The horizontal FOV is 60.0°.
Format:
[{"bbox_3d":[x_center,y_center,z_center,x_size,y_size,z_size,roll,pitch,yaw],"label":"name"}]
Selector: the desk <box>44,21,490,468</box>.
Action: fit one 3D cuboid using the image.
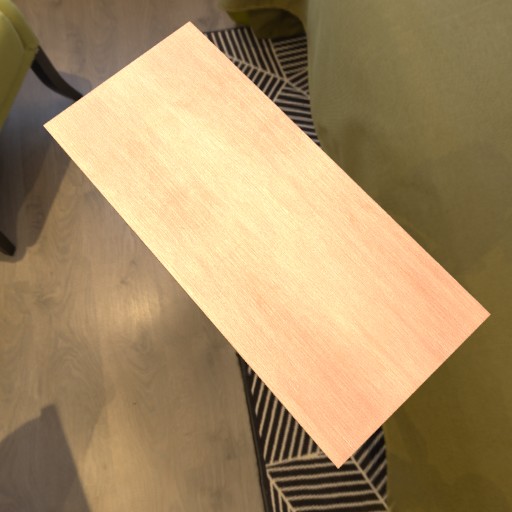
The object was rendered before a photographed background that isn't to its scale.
[{"bbox_3d":[0.000,0.000,1.379,0.470,0.762,1.016,-41,79,-10],"label":"desk"}]
